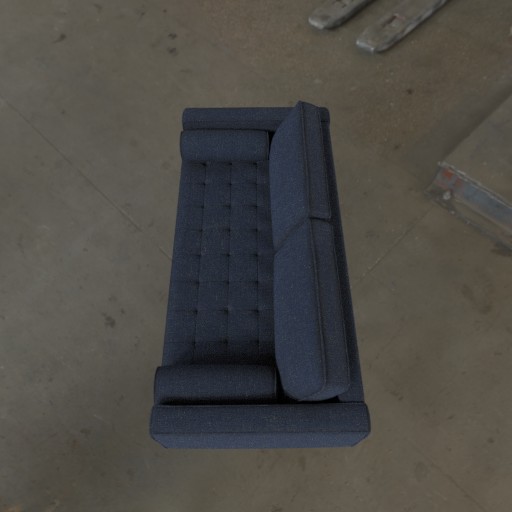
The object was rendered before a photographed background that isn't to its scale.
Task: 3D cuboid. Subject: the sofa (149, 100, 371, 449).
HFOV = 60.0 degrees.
[{"bbox_3d":[0.000,0.000,2.387,0.914,0.762,1.880,0,60,0],"label":"sofa"}]
